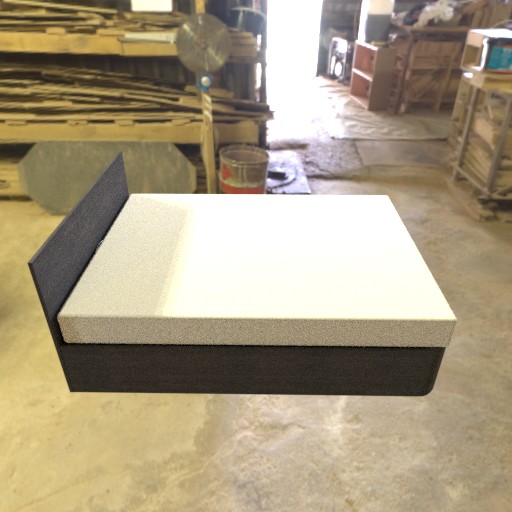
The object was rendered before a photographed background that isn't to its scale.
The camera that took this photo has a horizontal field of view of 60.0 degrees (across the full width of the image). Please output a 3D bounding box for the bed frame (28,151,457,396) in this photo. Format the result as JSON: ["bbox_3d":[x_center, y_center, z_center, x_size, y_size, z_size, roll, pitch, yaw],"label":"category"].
[{"bbox_3d":[0.000,0.000,2.655,1.900,0.800,1.400,0,32,1],"label":"bed frame"}]
